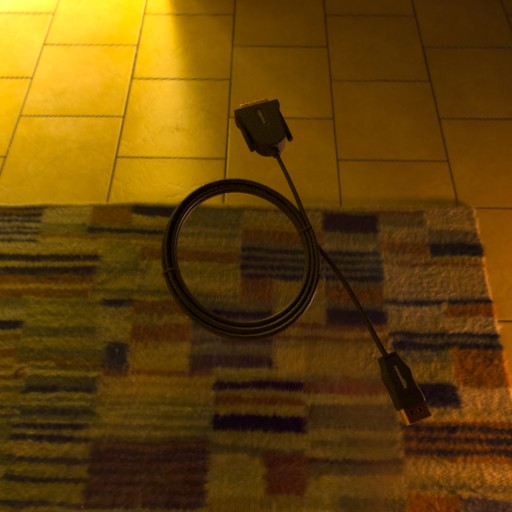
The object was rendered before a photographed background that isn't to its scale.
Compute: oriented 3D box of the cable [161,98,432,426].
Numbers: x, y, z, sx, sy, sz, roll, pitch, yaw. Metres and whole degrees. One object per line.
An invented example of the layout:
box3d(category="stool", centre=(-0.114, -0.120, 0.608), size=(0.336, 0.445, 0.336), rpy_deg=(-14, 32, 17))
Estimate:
box3d(category="cable", centre=(0.000, 0.000, 0.325), size=(0.136, 0.015, 0.281), rpy_deg=(-17, 65, -8))
